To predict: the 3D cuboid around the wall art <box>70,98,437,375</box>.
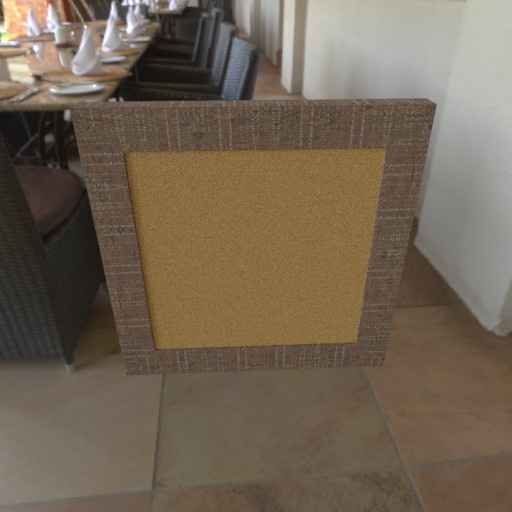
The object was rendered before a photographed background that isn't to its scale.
[{"bbox_3d":[0.000,0.000,0.795,0.531,0.531,0.040,-1,31,-2],"label":"wall art"}]
